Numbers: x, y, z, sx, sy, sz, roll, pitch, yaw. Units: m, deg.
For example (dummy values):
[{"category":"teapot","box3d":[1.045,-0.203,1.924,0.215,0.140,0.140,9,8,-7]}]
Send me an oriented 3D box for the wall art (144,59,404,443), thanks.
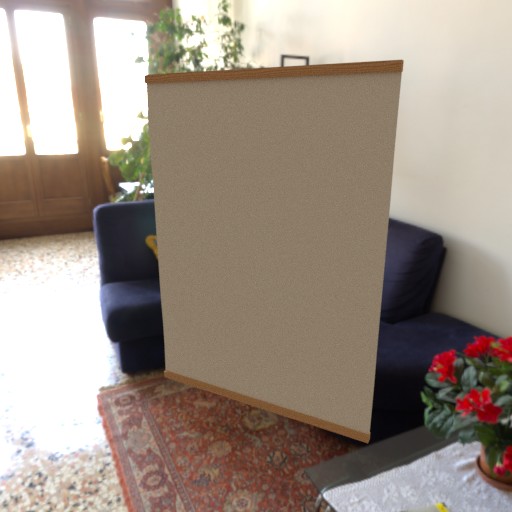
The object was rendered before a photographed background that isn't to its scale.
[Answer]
[{"category":"wall art","box3d":[0.000,0.000,1.299,0.739,1.016,0.020,9,19,26]}]
